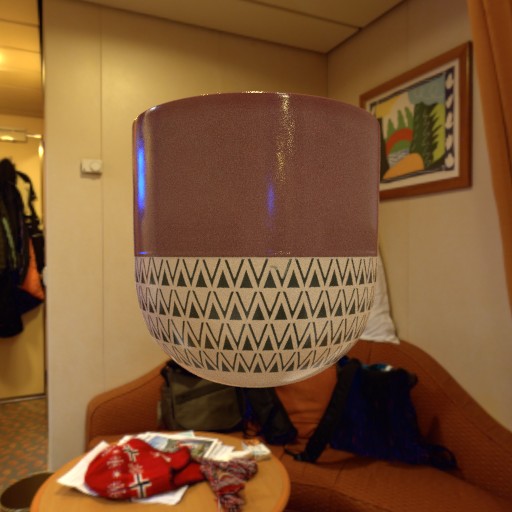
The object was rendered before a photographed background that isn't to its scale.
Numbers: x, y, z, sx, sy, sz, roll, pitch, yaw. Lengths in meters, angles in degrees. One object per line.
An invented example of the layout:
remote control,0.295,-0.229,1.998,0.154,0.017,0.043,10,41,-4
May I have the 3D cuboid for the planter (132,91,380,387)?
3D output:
planter,0.000,0.000,0.493,0.266,0.270,0.266,0,0,0
